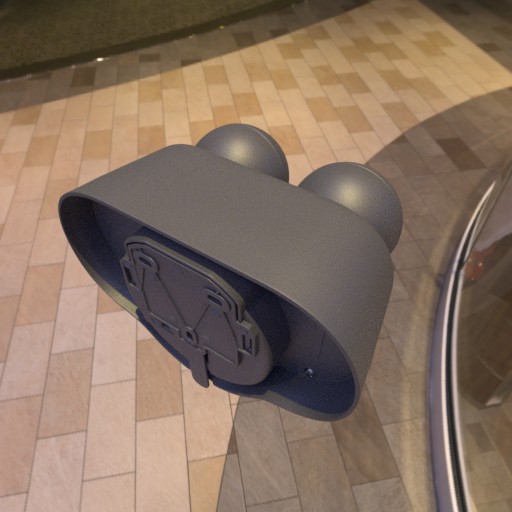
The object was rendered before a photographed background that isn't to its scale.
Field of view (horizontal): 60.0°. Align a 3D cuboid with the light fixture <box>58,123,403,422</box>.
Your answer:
[{"bbox_3d":[0.000,0.000,0.334,0.229,0.159,0.159,26,52,22],"label":"light fixture"}]
